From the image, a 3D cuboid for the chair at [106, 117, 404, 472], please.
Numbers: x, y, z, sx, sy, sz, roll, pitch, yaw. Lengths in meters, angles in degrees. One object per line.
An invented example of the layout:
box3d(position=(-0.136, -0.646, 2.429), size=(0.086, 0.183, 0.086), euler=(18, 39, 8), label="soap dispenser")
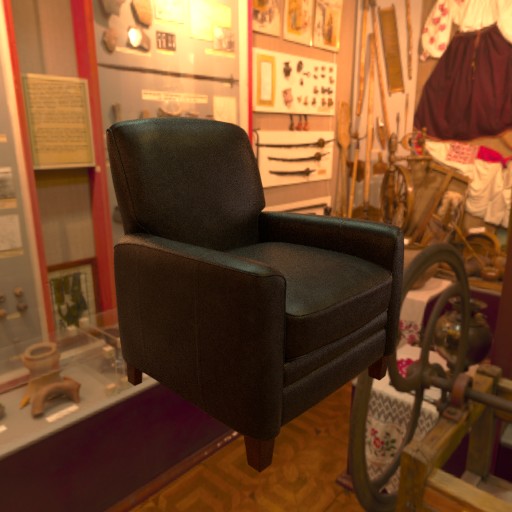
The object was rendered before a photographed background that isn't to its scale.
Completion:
box3d(position=(0.000, 0.000, 1.652), size=(0.864, 1.014, 0.848), euler=(14, 20, 42), label="chair")
